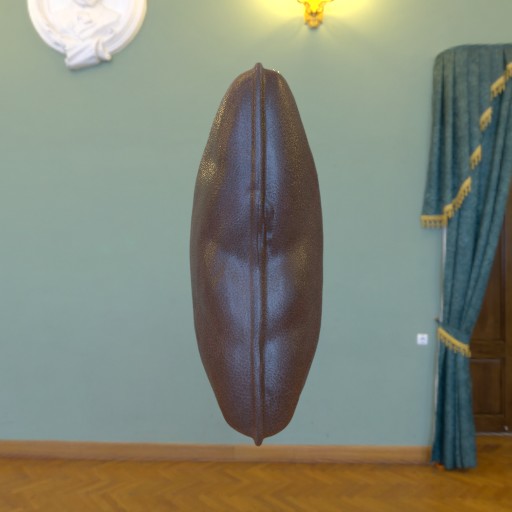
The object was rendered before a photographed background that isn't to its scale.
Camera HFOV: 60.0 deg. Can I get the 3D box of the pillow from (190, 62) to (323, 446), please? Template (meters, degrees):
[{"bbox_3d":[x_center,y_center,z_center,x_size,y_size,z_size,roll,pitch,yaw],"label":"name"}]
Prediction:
[{"bbox_3d":[0.000,0.000,0.824,0.236,0.523,0.532,0,0,1],"label":"pillow"}]
